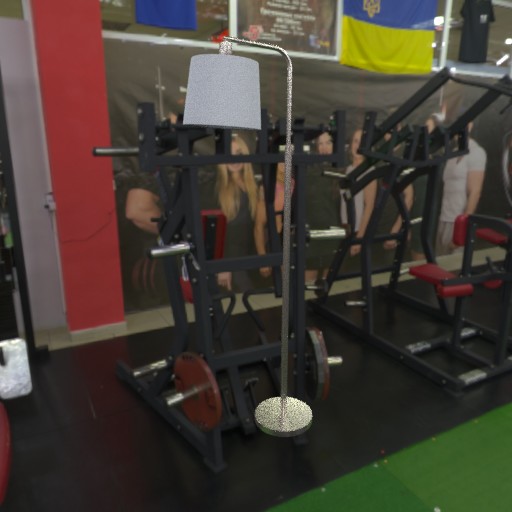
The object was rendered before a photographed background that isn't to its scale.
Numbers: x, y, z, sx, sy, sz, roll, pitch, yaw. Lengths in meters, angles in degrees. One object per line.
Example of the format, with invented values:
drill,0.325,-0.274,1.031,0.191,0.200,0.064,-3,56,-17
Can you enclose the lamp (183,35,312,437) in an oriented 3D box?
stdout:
lamp,0.000,0.000,1.651,0.508,1.478,0.254,-7,17,-25
